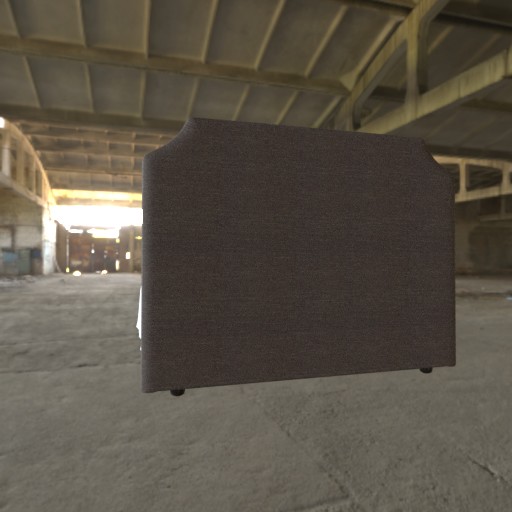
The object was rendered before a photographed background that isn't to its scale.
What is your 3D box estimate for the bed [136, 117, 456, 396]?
[{"bbox_3d":[0.000,0.000,3.208,1.693,1.290,2.116,0,0,-17],"label":"bed"}]
